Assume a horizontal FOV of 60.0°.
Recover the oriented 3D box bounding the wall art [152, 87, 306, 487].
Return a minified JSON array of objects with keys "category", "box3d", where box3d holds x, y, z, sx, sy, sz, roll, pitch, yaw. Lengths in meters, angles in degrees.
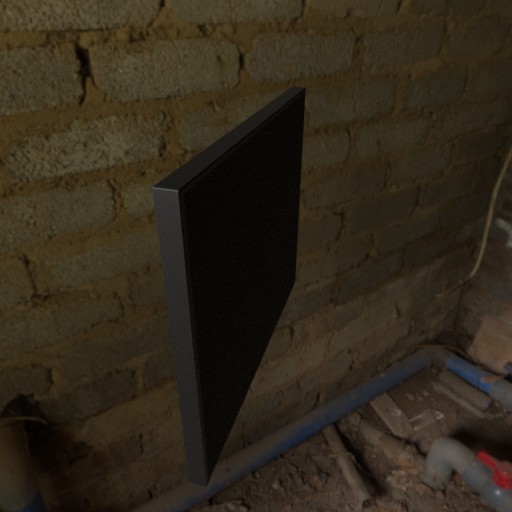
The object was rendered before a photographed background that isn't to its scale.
[{"category":"wall art","box3d":[0.000,0.000,0.757,0.029,0.458,0.559,9,32,15]}]
